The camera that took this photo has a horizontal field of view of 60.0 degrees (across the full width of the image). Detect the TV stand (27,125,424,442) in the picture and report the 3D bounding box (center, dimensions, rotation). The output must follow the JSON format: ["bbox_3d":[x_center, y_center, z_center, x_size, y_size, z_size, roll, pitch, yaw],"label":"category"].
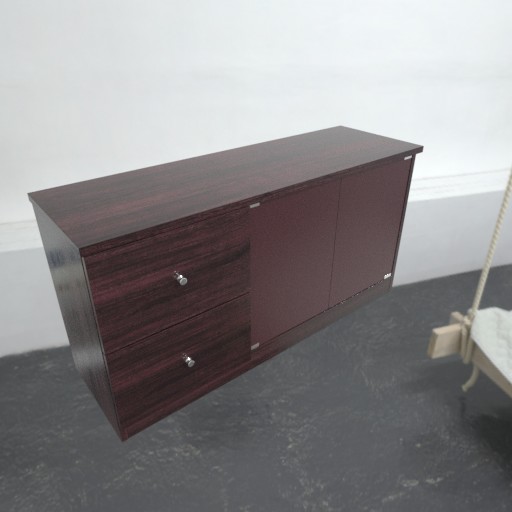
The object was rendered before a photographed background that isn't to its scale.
[{"bbox_3d":[0.000,0.000,1.483,1.192,0.614,0.404,-21,36,-33],"label":"TV stand"}]
